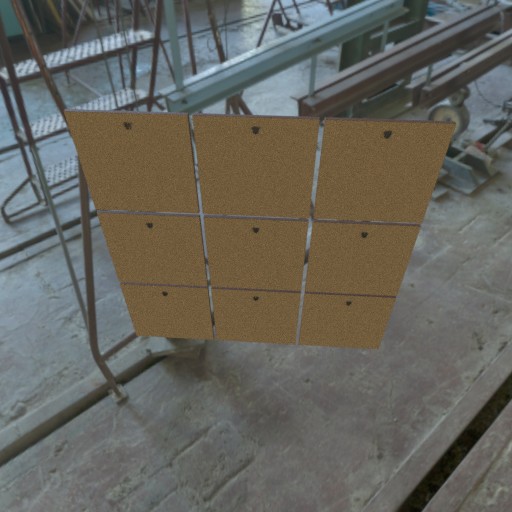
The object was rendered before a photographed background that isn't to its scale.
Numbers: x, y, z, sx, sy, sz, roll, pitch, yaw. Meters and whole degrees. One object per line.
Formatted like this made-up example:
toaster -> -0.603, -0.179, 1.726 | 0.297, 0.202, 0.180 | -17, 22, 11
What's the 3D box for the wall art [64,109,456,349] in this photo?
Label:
wall art -> 0.000, 0.000, 1.807 | 1.221, 1.218, 0.024 | 3, 45, 3
